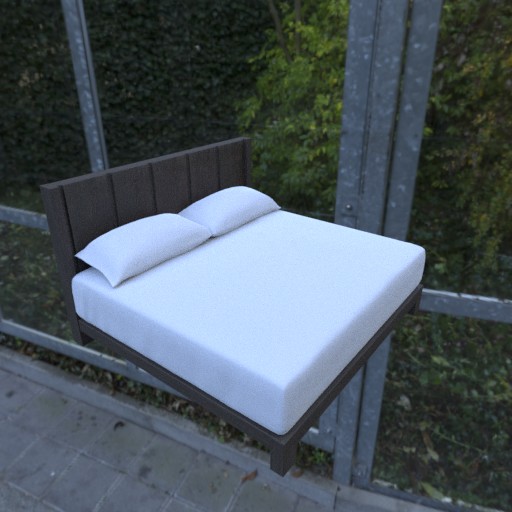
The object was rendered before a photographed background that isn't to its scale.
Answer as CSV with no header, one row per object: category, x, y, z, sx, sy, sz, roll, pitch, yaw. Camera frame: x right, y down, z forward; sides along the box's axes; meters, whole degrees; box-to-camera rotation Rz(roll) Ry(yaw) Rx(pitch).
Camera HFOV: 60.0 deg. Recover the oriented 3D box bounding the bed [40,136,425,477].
bed,0.000,0.000,3.448,2.012,1.270,2.134,19,31,33
